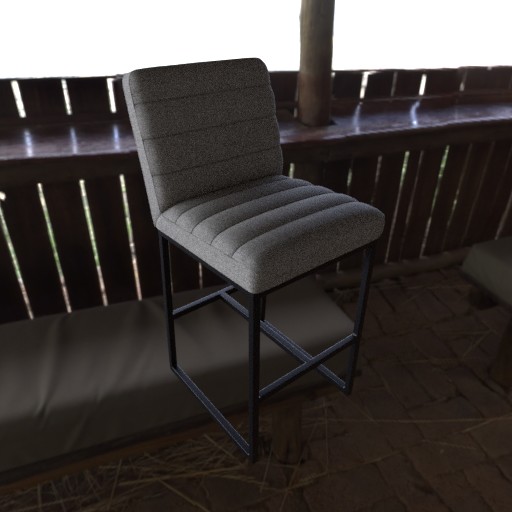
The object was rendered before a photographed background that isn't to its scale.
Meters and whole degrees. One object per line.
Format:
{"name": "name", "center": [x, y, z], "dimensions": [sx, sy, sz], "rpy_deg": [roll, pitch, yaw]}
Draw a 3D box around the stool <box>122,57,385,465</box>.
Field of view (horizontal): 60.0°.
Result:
{"name": "stool", "center": [0.000, 0.000, 1.335], "dimensions": [0.459, 1.034, 0.571], "rpy_deg": [-22, 37, -32]}
